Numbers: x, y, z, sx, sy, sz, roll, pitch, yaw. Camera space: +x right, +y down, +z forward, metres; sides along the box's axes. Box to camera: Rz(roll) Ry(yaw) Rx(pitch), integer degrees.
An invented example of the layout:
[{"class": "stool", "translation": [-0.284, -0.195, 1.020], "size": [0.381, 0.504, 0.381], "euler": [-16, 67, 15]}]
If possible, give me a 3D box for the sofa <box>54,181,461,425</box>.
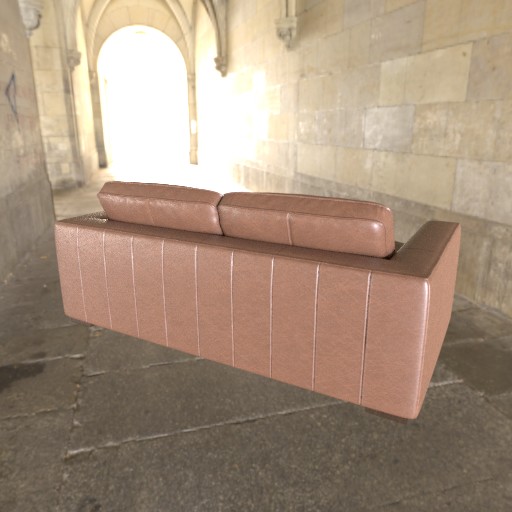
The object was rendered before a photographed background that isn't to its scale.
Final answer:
[{"class": "sofa", "translation": [0.000, 0.000, 2.386], "size": [1.920, 0.800, 1.070], "euler": [9, 19, 28]}]
